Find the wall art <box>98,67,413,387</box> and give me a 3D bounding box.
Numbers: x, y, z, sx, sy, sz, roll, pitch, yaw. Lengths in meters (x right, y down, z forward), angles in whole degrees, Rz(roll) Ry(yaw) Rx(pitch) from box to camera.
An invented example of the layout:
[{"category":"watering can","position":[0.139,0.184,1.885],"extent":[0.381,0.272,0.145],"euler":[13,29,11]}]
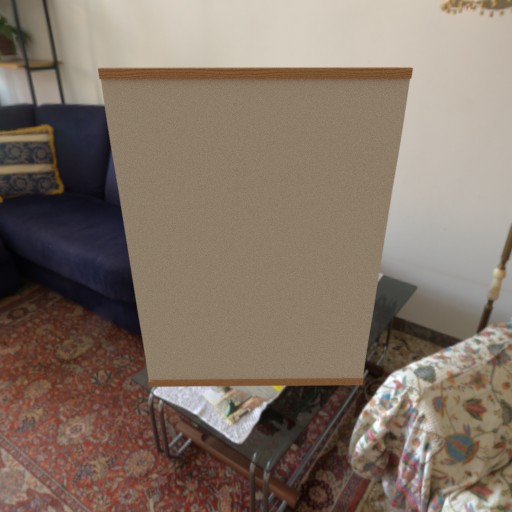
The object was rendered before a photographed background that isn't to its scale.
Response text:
[{"category":"wall art","position":[0.000,0.000,1.294],"extent":[0.739,1.016,0.020],"euler":[0,29,-1]}]
